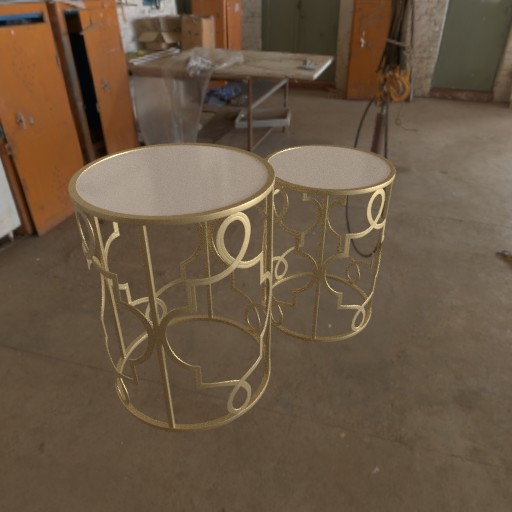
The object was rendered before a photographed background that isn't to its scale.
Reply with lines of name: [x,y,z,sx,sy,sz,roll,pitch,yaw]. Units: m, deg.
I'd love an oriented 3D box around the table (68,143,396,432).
table: [0.000,0.000,1.187,0.846,0.564,0.420,-22,38,-31]
